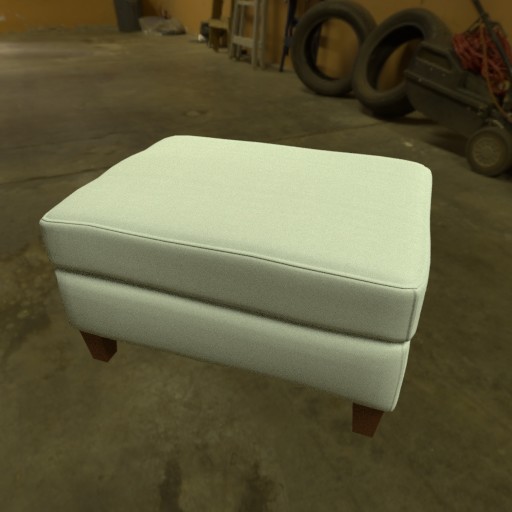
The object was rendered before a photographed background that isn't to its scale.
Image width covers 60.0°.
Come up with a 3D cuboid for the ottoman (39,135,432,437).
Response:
[{"bbox_3d":[0.000,0.000,1.187,0.818,0.496,0.634,11,34,16],"label":"ottoman"}]
